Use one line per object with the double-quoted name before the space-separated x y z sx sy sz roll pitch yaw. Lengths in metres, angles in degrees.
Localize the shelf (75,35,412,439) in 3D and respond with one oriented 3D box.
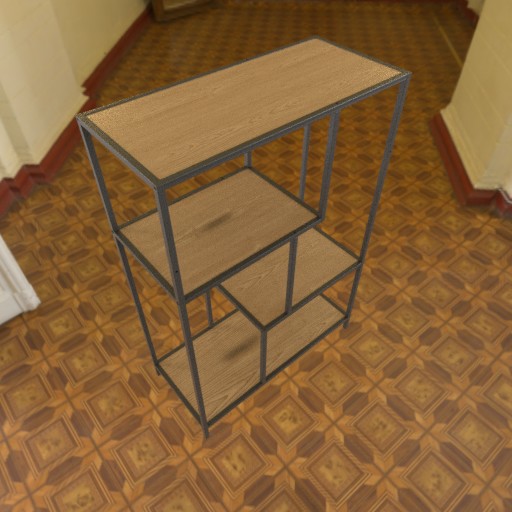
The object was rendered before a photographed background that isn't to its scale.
"shelf" 0.000 0.000 1.484 0.770 1.138 0.350 -31 53 -27
